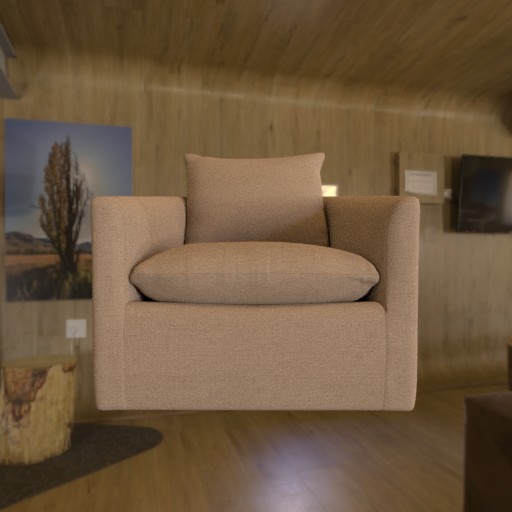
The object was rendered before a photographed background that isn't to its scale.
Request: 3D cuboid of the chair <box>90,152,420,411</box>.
[{"bbox_3d":[0.000,0.000,1.555,0.845,0.848,0.910,0,0,0],"label":"chair"}]
